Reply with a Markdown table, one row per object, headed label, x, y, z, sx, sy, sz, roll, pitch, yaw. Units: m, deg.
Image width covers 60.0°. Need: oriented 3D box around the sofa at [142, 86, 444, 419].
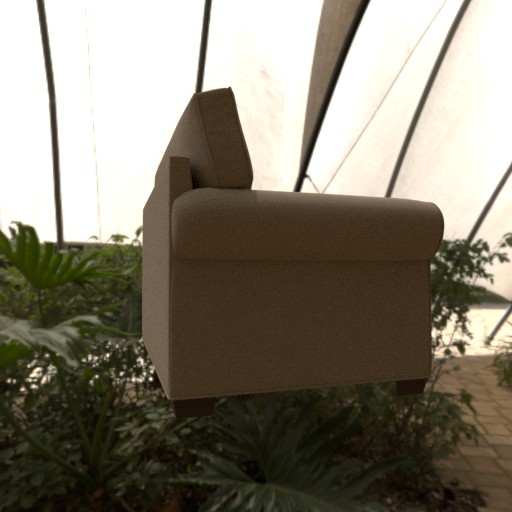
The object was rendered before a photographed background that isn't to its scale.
| label | x | y | z | sx | sy | sz | roll | pitch | yaw |
| --- | --- | --- | --- | --- | --- | --- | --- | --- | --- |
| sofa | 0.000 | 0.000 | 2.027 | 0.937 | 1.006 | 1.405 | 1 | -2 | -18 |
